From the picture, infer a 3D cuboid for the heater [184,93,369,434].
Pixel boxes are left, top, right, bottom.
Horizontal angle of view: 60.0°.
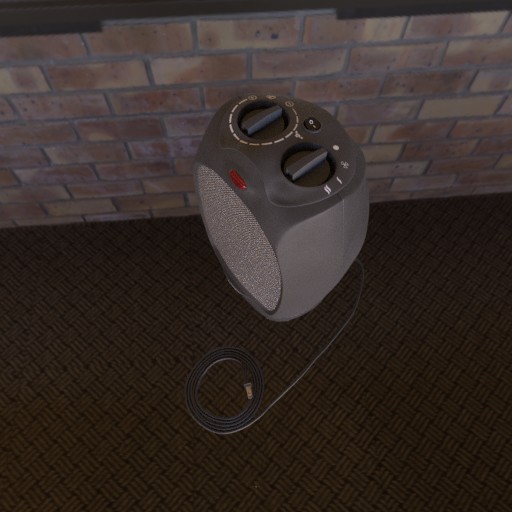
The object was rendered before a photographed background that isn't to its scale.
[{"bbox_3d":[0.000,0.000,0.467,0.291,0.255,0.239,-34,67,-16],"label":"heater"}]
